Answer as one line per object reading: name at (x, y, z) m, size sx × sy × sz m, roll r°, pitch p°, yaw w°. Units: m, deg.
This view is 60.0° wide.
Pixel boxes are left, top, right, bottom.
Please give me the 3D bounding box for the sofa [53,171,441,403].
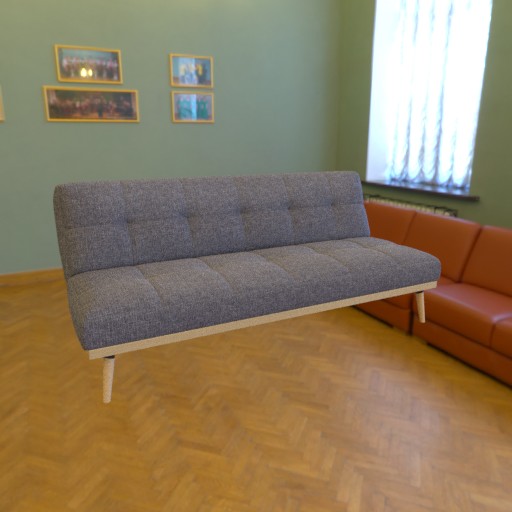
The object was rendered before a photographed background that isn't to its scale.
sofa at (0.000, 0.000, 2.286) m, size 1.820 × 0.770 × 0.820 m, roll -8°, pitch 17°, yaw -26°
